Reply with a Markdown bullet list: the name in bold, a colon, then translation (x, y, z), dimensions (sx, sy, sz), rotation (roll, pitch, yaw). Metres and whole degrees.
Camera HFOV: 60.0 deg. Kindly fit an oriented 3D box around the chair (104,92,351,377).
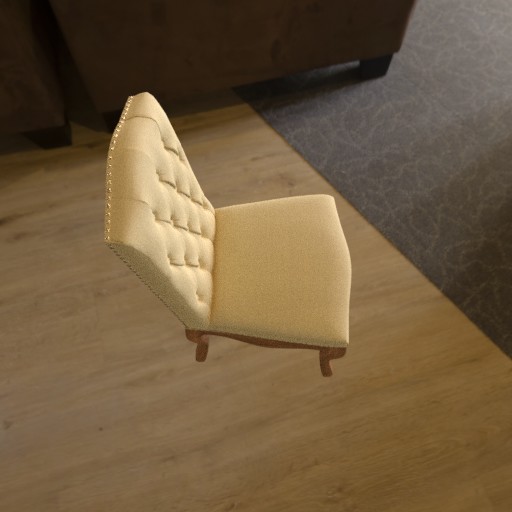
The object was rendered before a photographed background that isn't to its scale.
- **chair**: translation (0.000, 0.000, 1.580), dimensions (0.715, 1.165, 0.623), rotation (0, 63, 0)
